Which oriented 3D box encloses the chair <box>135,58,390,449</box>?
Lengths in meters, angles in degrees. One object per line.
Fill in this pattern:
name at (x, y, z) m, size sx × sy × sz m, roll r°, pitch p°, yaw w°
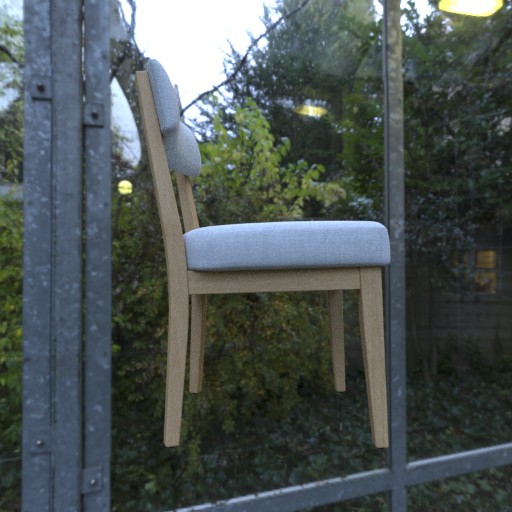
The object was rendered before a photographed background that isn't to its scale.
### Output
chair at (0.000, 0.000, 1.166) m, size 0.572 × 0.832 × 0.508 m, roll 0°, pitch -2°, yaw -1°
